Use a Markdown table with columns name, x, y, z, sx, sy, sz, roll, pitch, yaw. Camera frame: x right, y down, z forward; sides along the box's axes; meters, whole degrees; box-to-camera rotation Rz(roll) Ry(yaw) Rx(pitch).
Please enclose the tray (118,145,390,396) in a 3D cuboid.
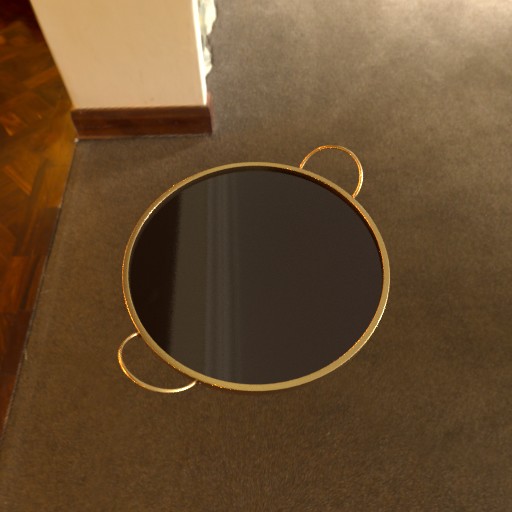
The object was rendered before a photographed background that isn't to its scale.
| name | x | y | z | sx | sy | sz | roll | pitch | yaw |
| --- | --- | --- | --- | --- | --- | --- | --- | --- | --- |
| tray | 0.000 | 0.000 | 0.730 | 0.438 | 0.069 | 0.543 | 33 | 63 | 19 |
